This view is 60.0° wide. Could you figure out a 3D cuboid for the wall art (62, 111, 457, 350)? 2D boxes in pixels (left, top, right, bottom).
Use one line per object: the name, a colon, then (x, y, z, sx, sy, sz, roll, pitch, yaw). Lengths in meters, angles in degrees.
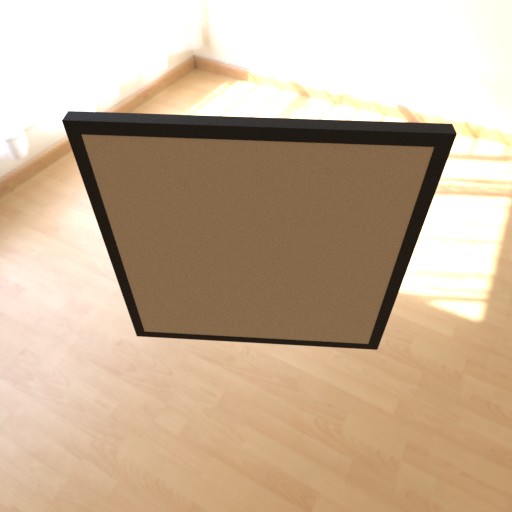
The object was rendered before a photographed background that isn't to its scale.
wall art: (0.000, 0.000, 0.457, 0.306, 0.304, 0.015, 3, 46, 3)
